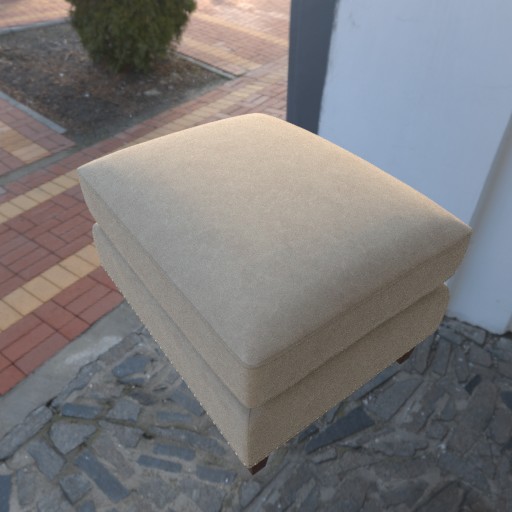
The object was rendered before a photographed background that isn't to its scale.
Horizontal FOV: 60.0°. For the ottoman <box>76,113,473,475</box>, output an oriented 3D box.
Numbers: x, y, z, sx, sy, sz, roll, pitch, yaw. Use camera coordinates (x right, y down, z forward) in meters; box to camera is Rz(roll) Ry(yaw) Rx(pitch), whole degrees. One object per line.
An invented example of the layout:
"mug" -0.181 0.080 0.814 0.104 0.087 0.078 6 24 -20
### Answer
"ottoman" 0.000 0.000 1.099 0.584 0.513 0.741 -26 47 -27
